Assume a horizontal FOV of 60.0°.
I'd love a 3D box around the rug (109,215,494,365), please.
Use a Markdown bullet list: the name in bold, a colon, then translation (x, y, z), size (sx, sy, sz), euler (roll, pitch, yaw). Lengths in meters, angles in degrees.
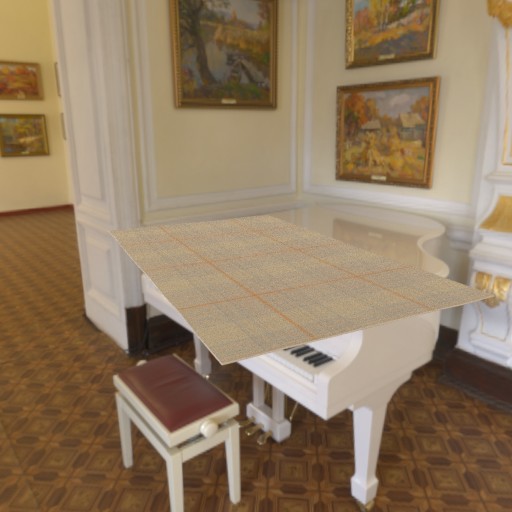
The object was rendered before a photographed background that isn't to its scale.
- **rug**: translation (0.000, 0.000, 3.000), size (1.527, 0.016, 2.442), euler (-8, 18, -26)
